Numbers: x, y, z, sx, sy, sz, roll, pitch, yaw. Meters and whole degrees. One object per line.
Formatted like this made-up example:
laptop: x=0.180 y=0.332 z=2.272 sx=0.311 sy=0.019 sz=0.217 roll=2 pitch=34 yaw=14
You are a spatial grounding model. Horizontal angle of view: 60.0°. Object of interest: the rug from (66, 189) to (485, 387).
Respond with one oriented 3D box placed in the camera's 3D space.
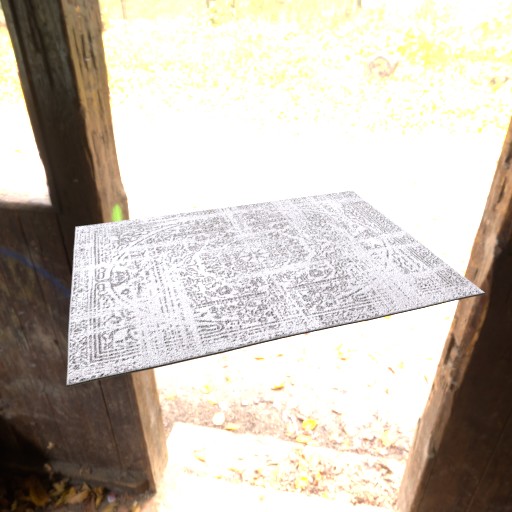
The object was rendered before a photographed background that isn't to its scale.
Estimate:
rug: x=0.000 y=0.000 z=3.094 sx=2.438 sy=0.026 sz=1.706 roll=-10 pitch=33 yaw=-15
